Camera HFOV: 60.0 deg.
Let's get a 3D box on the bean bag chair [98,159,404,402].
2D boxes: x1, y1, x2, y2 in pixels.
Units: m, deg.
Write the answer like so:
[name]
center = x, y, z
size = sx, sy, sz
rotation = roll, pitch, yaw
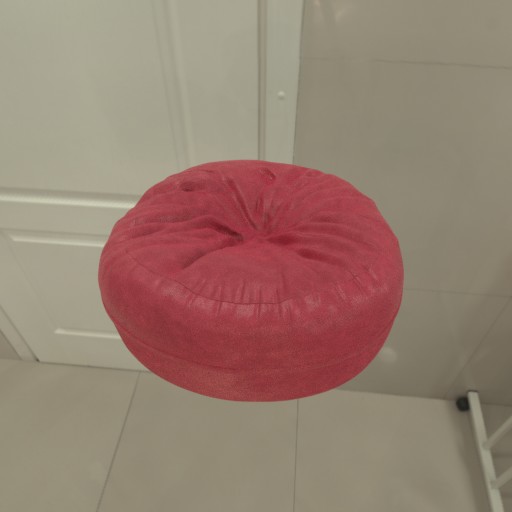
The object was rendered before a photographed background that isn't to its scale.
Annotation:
[bean bag chair]
center = 0.000, 0.000, 2.451
size = 1.524, 0.878, 1.524
rotation = 4, 47, 4
